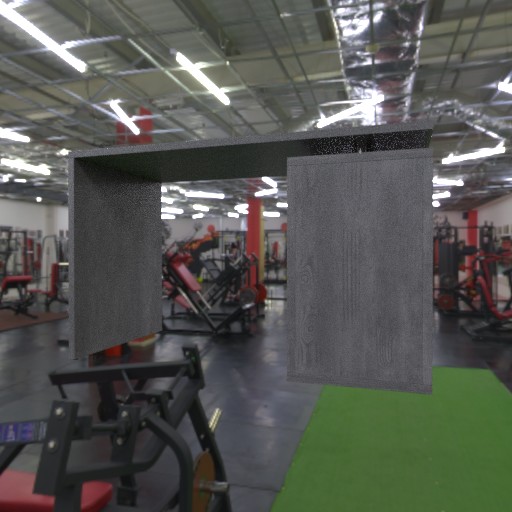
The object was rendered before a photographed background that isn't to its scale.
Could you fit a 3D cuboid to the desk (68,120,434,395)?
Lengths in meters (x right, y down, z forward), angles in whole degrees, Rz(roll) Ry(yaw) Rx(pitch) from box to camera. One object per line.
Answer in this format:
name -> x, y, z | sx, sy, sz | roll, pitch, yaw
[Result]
desk -> 0.000, 0.000, 1.665 | 1.200, 0.740, 0.600 | 0, 1, 18
